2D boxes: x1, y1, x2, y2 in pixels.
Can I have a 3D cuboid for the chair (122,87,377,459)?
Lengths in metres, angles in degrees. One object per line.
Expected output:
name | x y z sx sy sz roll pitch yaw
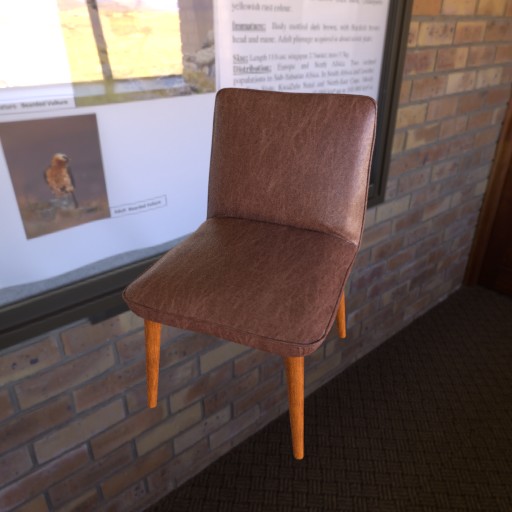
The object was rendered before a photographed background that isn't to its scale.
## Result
chair | 0.000 0.000 1.230 0.543 0.803 0.645 8 29 16
